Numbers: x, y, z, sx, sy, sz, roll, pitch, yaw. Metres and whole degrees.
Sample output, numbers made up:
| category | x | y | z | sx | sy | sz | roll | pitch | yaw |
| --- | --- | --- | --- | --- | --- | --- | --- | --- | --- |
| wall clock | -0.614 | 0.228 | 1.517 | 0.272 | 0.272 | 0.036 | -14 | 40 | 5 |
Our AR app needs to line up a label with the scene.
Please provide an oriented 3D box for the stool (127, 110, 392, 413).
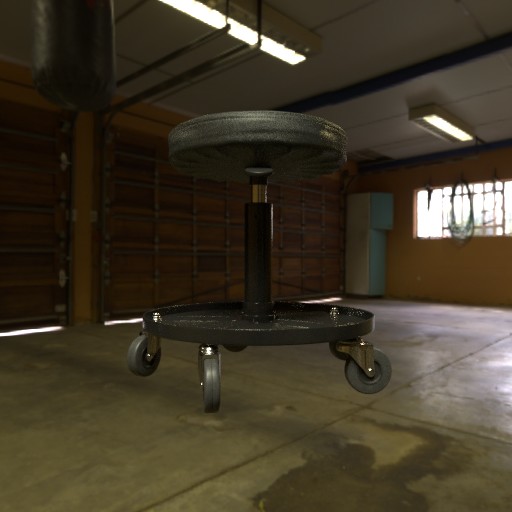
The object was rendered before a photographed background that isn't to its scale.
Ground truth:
| category | x | y | z | sx | sy | sz | roll | pitch | yaw |
| --- | --- | --- | --- | --- | --- | --- | --- | --- | --- |
| stool | 0.000 | 0.000 | 0.678 | 0.381 | 0.365 | 0.382 | 0 | 0 | -1 |
